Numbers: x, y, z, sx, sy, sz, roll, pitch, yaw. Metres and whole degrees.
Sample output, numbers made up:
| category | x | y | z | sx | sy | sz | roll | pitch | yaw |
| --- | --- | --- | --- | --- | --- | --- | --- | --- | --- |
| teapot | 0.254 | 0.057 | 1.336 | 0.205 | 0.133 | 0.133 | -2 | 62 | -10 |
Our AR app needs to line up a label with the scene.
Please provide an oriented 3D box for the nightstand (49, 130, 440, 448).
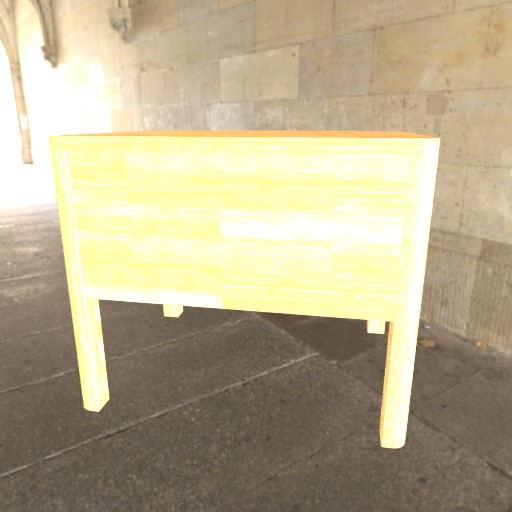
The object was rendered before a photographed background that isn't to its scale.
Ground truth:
| category | x | y | z | sx | sy | sz | roll | pitch | yaw |
| --- | --- | --- | --- | --- | --- | --- | --- | --- | --- |
| nightstand | 0.000 | 0.000 | 0.880 | 0.560 | 0.470 | 0.440 | 3 | 17 | 10 |
